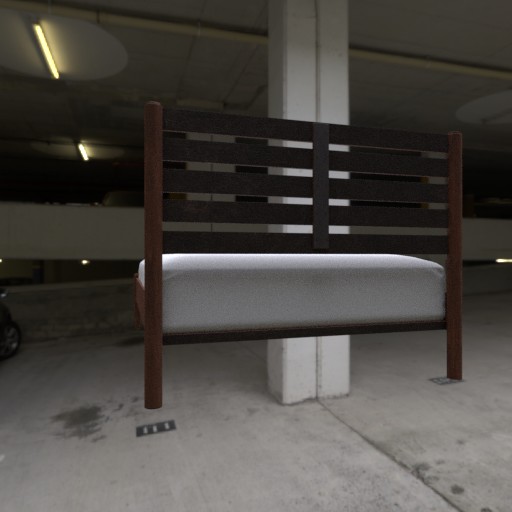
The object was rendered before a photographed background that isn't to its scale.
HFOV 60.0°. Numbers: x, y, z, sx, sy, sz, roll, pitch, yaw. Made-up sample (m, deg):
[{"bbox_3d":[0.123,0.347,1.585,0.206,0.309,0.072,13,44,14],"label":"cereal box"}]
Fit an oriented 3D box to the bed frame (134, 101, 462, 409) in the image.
[{"bbox_3d":[0.000,0.000,3.190,1.655,1.321,2.234,0,0,-17],"label":"bed frame"}]
